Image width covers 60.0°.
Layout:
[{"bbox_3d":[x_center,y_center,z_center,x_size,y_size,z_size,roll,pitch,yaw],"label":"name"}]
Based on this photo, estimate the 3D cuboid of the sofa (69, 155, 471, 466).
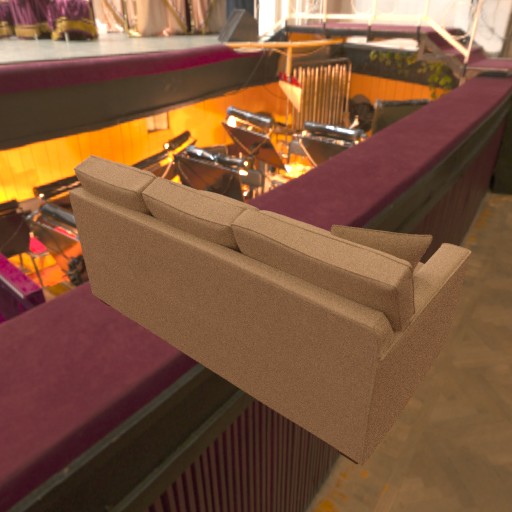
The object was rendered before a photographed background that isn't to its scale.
[{"bbox_3d":[0.000,0.000,2.469,1.962,0.946,1.034,22,36,33],"label":"sofa"}]
